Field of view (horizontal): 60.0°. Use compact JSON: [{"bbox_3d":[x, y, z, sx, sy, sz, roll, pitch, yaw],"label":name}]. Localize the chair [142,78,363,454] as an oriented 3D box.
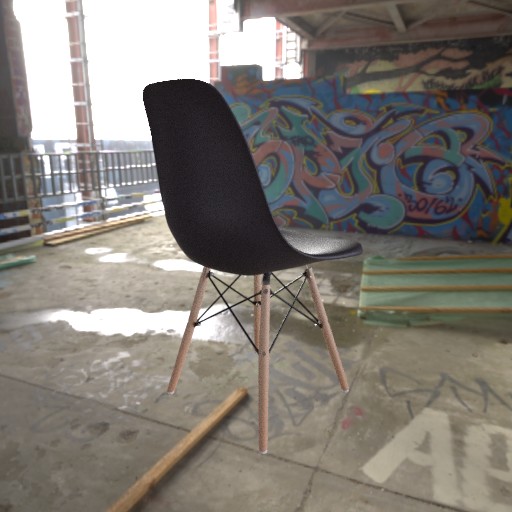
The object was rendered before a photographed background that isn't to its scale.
[{"bbox_3d":[0.000,0.000,1.174,0.470,0.825,0.533,14,20,42],"label":"chair"}]
